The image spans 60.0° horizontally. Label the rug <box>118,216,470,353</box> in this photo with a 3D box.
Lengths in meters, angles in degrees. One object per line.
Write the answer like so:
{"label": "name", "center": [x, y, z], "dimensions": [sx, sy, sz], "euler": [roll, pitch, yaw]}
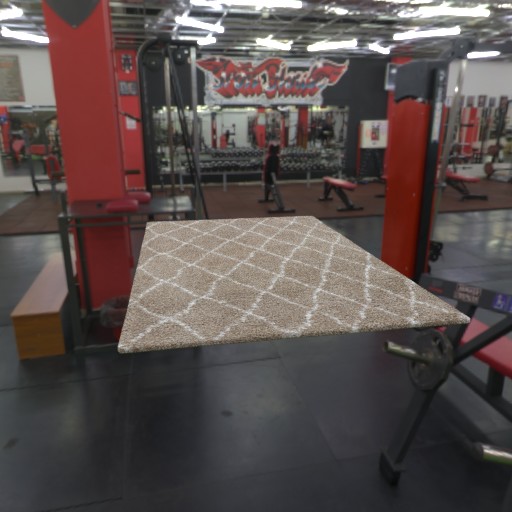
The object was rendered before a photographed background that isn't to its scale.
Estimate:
{"label": "rug", "center": [0.000, 0.000, 3.439], "dimensions": [1.778, 0.030, 2.743], "euler": [-3, 17, -10]}
